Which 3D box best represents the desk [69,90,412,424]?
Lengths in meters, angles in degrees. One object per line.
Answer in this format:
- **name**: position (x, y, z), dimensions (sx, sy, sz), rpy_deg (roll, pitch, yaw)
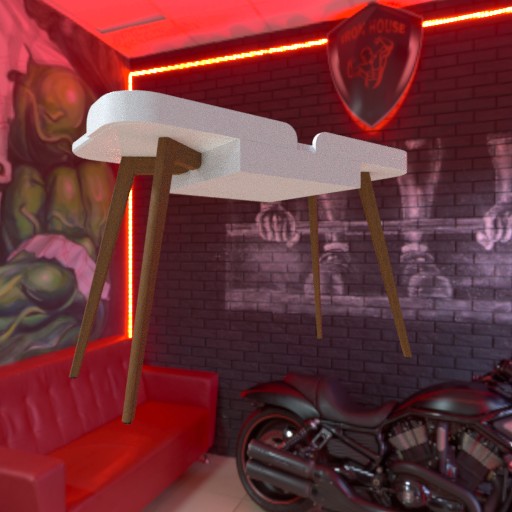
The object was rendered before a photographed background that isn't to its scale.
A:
- **desk**: position (0.000, 0.000, 1.605), dimensions (1.206, 0.807, 0.534), rpy_deg (0, 0, -37)
